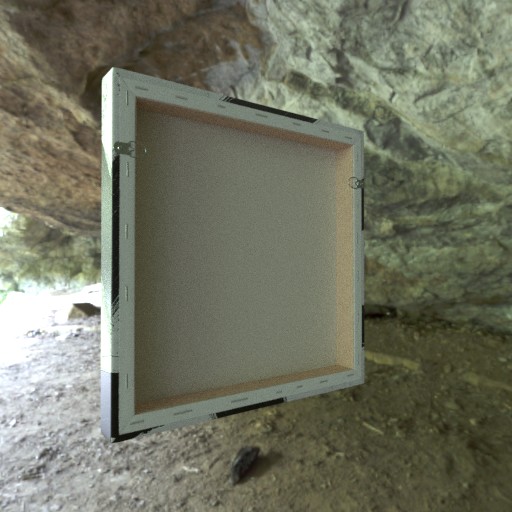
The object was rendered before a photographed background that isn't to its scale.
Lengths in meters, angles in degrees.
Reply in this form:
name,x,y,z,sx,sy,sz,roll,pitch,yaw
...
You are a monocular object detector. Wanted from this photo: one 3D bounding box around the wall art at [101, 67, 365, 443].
name,x,y,z,sx,sy,sz,roll,pitch,yaw
wall art,0.000,0.000,0.758,0.507,0.508,0.050,1,-1,-36
